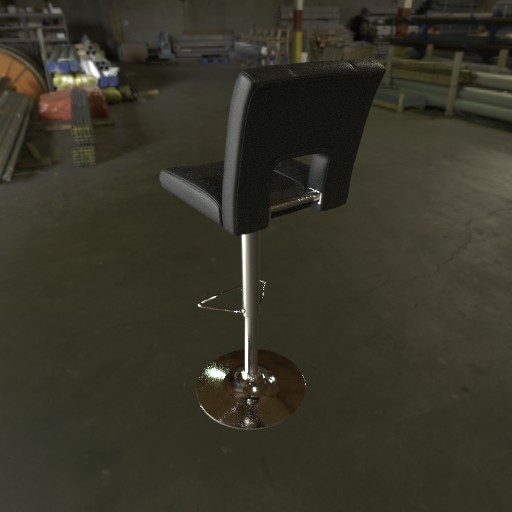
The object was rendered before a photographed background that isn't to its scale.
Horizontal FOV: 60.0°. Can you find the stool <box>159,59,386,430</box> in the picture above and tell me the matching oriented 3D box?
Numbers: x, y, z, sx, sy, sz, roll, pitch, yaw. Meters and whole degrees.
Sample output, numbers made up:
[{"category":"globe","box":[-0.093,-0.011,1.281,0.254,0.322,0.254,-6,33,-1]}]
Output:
[{"category":"stool","box":[0.000,0.000,1.389,0.415,1.151,0.520,-18,33,-30]}]
